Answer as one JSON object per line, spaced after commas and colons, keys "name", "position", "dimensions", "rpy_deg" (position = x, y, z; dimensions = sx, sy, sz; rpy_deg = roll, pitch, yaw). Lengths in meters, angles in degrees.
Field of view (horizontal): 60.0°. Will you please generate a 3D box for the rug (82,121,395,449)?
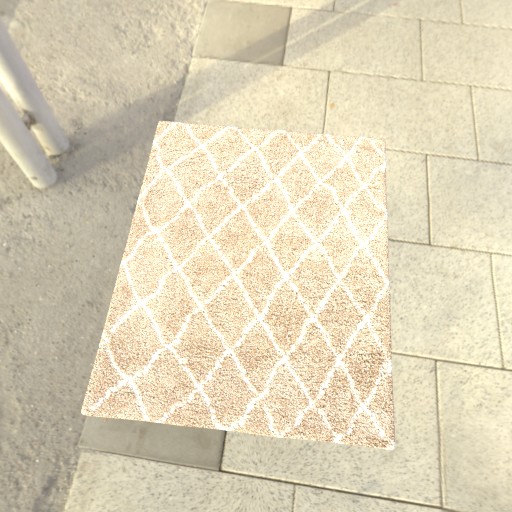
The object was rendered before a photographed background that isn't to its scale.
{"name": "rug", "position": [0.000, 0.000, 4.087], "dimensions": [2.438, 0.029, 3.047], "rpy_deg": [5, 64, 3]}
